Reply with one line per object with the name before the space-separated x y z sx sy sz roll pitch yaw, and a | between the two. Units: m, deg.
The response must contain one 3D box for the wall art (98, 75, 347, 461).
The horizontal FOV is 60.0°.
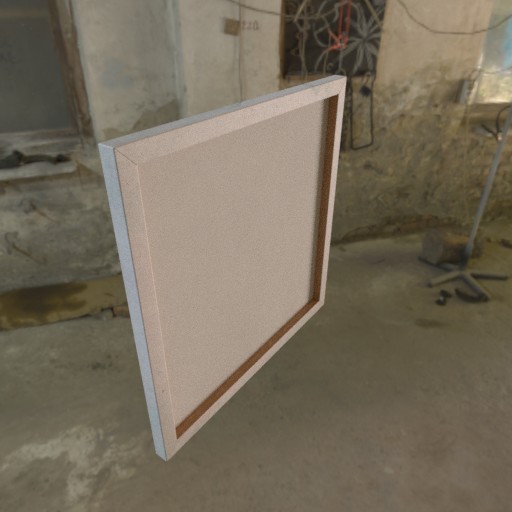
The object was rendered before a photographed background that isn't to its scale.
wall art | 0.000 0.000 1.126 0.038 0.762 0.762 21 37 31
